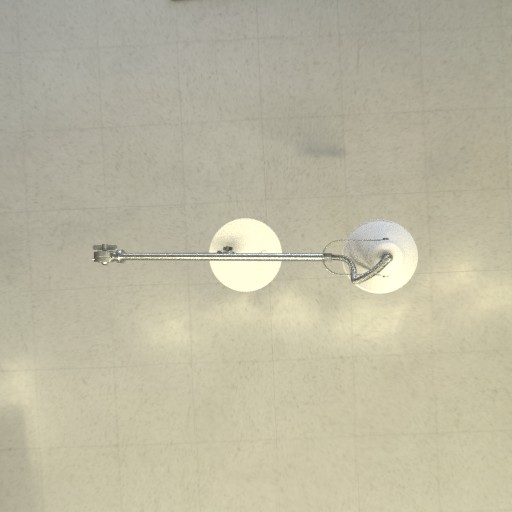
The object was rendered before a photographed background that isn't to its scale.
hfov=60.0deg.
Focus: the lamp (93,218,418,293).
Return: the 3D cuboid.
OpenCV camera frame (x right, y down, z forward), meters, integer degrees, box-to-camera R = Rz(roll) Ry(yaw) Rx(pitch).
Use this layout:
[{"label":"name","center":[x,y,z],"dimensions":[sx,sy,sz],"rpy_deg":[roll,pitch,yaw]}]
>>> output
[{"label":"lamp","center":[0.000,0.000,0.871],"dimensions":[0.561,0.587,0.187],"rpy_deg":[0,91,1]}]
